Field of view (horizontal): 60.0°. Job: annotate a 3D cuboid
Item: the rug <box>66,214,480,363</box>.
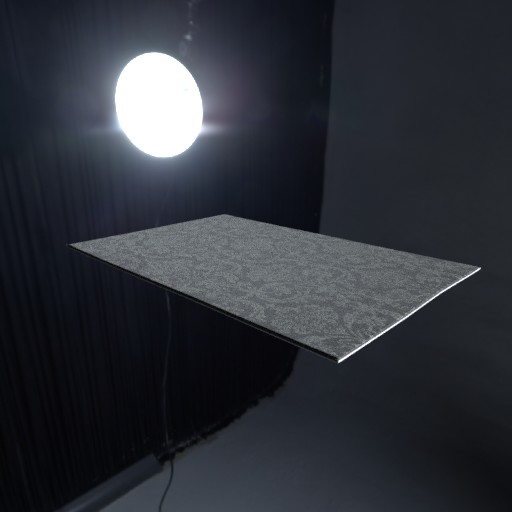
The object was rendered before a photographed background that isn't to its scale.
[{"bbox_3d":[0.000,0.000,3.479,2.746,0.018,1.819,16,23,42],"label":"rug"}]
